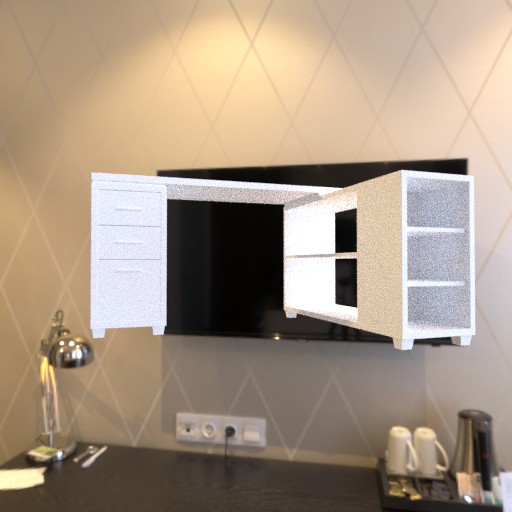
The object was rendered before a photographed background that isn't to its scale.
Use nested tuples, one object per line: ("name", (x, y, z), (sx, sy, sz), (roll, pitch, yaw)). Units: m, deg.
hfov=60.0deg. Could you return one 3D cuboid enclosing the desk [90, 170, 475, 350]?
("desk", (0.000, 0.000, 2.175), (1.524, 0.759, 1.199), (0, -1, -19))
